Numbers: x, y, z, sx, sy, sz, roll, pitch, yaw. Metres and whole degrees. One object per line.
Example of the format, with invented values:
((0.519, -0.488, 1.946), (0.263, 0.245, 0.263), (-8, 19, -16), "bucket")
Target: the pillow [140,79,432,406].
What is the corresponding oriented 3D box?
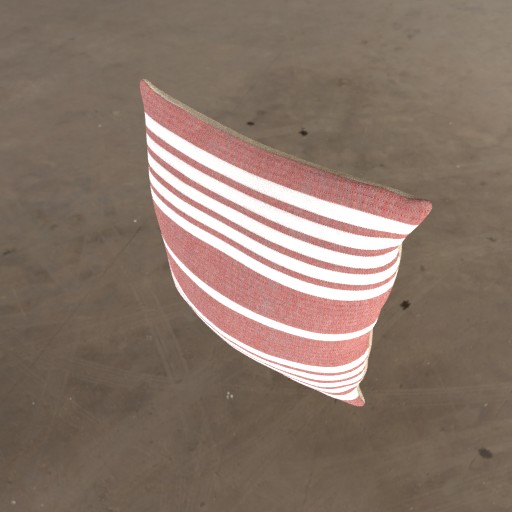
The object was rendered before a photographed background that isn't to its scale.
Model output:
((0.000, 0.000, 0.667), (0.439, 0.427, 0.182), (30, 52, 27), "pillow")
